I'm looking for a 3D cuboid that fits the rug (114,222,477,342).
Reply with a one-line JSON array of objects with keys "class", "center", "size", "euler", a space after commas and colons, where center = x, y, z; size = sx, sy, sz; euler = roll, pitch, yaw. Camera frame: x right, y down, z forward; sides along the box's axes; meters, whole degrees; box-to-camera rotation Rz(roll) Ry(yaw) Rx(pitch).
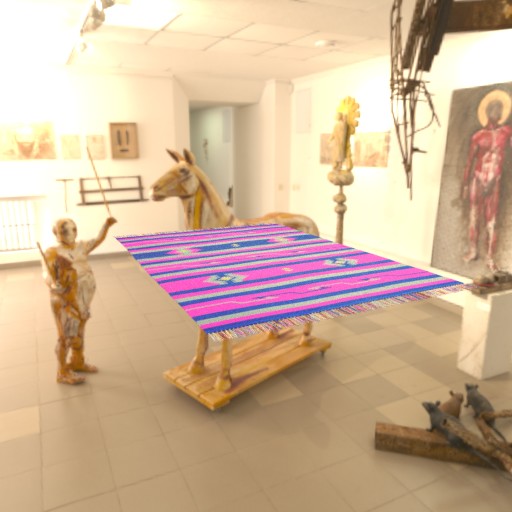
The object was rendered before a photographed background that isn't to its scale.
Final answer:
[{"class": "rug", "center": [0.000, 0.000, 3.065], "size": [1.539, 0.013, 2.350], "euler": [-7, 16, -26]}]
